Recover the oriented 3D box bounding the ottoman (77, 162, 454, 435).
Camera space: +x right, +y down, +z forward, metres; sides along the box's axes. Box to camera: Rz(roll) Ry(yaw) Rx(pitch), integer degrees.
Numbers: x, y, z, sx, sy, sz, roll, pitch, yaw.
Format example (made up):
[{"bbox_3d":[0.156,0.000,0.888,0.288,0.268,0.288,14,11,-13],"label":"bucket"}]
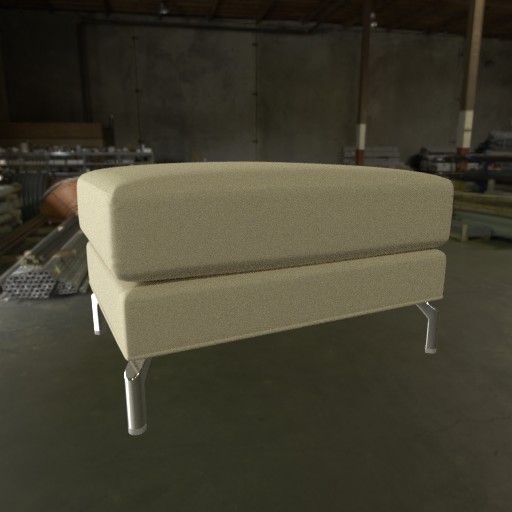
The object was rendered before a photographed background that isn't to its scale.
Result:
[{"bbox_3d":[0.000,0.000,1.198,0.835,0.497,0.581,-6,14,-26],"label":"ottoman"}]
